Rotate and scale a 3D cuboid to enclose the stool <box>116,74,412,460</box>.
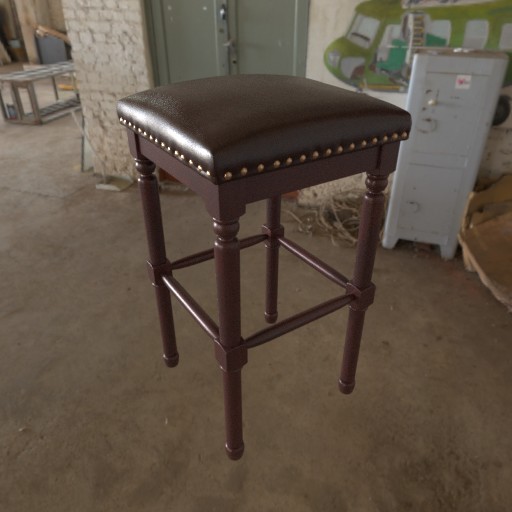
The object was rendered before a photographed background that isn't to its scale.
[{"bbox_3d":[0.000,0.000,0.933,0.383,0.702,0.382,-19,36,-28],"label":"stool"}]
